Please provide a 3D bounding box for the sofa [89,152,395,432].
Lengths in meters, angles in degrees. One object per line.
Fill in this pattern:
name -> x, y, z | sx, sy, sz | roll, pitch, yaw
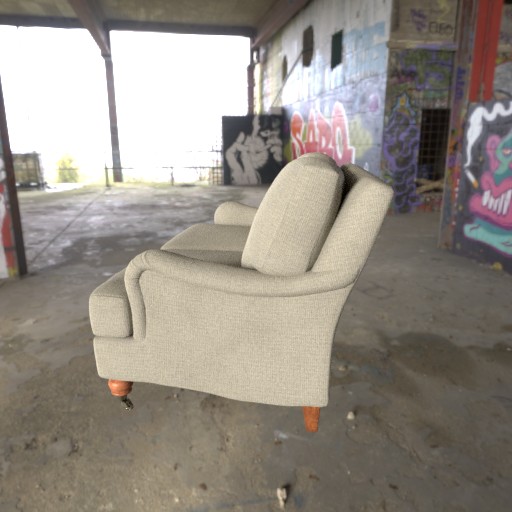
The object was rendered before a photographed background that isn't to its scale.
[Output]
sofa -> 0.000, 0.000, 2.225 | 1.087, 0.999, 1.480 | 2, 14, 8
